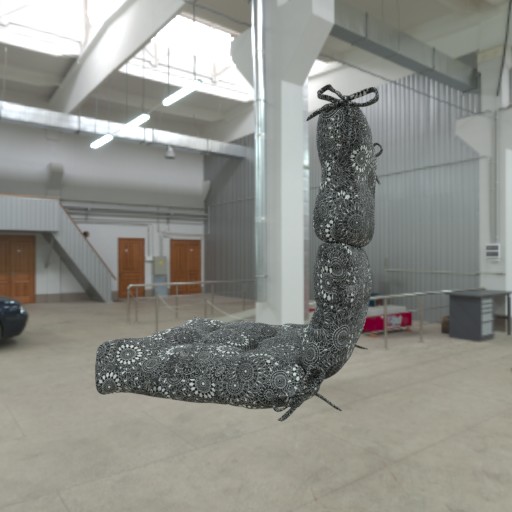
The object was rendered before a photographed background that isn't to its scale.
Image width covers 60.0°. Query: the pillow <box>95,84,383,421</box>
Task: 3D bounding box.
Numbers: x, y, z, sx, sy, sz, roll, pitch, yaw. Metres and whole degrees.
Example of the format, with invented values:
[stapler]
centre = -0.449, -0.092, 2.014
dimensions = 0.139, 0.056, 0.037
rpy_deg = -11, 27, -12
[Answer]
[pillow]
centre = 0.000, 0.000, 1.039
dimensions = 0.571, 0.605, 0.519
rpy_deg = 0, 0, 17
